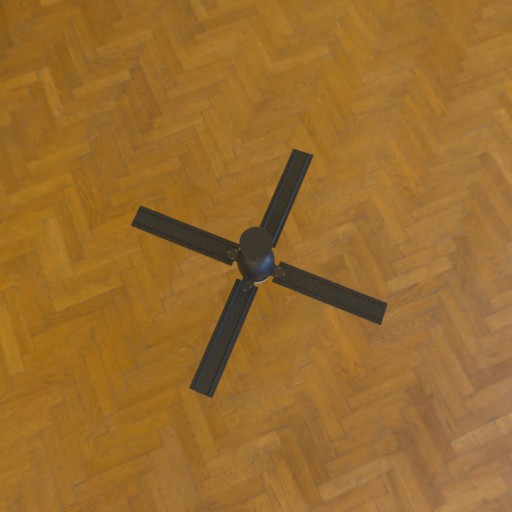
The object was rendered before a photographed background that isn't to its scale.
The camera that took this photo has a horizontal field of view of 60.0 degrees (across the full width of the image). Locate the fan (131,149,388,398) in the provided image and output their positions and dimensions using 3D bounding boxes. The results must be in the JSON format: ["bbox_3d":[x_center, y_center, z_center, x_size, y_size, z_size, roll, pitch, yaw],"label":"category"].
[{"bbox_3d":[0.000,0.000,2.048,1.319,0.410,1.319,20,75,6],"label":"fan"}]
